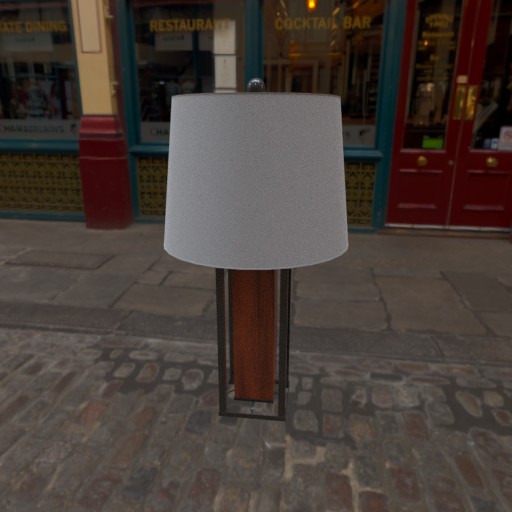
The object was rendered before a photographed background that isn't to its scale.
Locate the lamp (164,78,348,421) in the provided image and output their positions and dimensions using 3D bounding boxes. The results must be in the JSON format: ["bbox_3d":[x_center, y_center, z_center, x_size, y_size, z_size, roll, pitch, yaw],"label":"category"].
[{"bbox_3d":[0.000,0.000,0.790,0.320,0.591,0.320,0,17,0],"label":"lamp"}]
